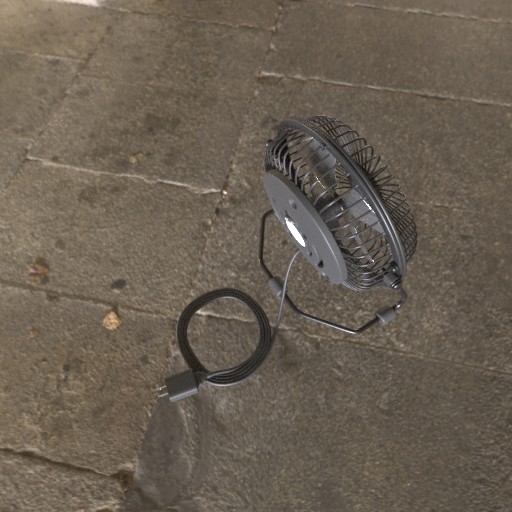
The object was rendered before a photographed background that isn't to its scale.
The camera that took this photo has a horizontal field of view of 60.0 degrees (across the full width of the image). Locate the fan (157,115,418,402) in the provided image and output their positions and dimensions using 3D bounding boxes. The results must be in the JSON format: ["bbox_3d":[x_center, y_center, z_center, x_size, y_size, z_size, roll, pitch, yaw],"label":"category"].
[{"bbox_3d":[0.000,0.000,0.300,0.202,0.152,0.153,-29,64,-16],"label":"fan"}]
